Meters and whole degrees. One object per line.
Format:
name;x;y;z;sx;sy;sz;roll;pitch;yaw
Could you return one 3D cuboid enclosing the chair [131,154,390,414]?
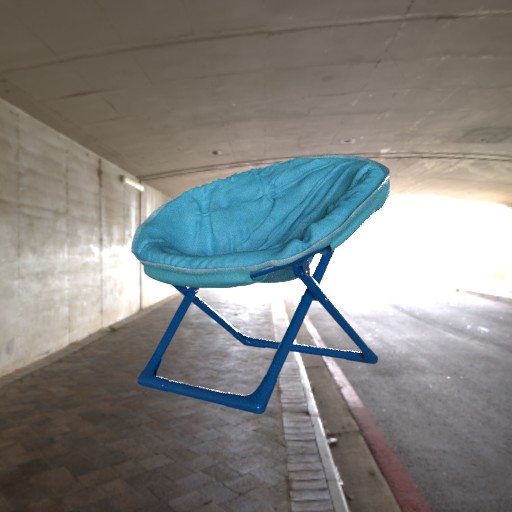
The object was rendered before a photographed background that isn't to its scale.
chair;0.000;0.000;0.896;0.520;0.478;0.465;0;1;34
